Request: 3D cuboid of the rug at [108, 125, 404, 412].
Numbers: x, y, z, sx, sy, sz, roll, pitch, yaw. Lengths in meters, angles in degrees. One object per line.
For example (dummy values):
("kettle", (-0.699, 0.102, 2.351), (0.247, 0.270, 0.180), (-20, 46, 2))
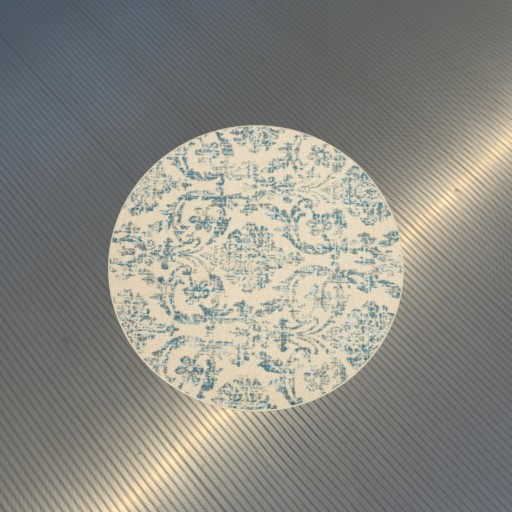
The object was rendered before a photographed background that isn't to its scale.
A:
("rug", (0.000, 0.000, 2.394), (1.593, 0.012, 1.593), (0, 75, 0))
